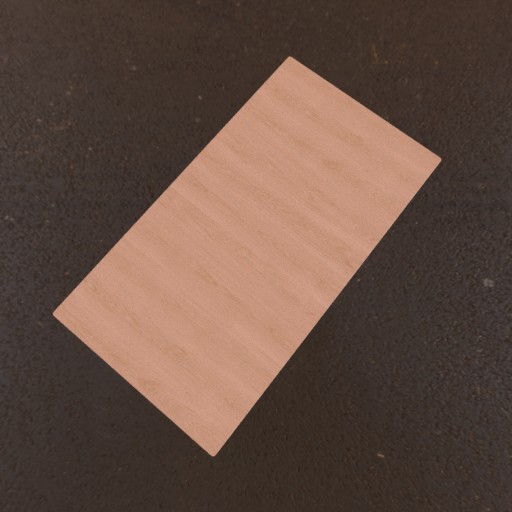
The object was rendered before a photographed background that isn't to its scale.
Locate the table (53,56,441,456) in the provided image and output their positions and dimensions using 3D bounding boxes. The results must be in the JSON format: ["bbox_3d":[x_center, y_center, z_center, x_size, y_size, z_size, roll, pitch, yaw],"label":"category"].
[{"bbox_3d":[0.000,0.000,2.209,0.900,0.760,1.600,38,79,9],"label":"table"}]
